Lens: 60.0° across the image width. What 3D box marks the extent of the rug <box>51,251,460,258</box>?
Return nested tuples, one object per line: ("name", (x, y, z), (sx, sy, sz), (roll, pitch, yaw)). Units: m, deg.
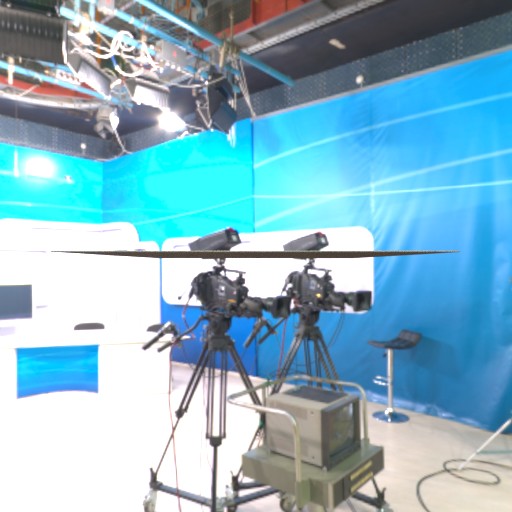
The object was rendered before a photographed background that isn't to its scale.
("rug", (0.000, 0.000, 4.115), (2.440, 0.008, 3.036), (0, -1, 0))
